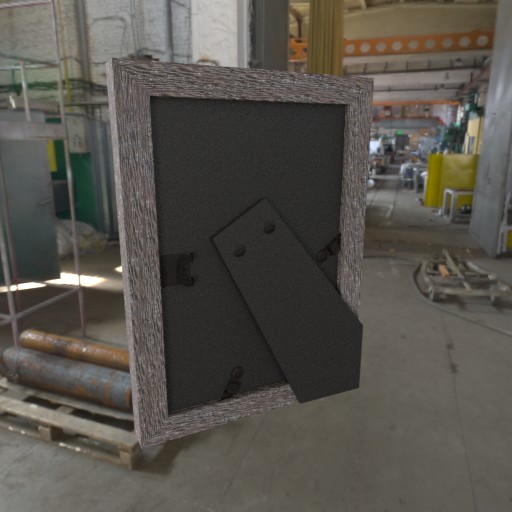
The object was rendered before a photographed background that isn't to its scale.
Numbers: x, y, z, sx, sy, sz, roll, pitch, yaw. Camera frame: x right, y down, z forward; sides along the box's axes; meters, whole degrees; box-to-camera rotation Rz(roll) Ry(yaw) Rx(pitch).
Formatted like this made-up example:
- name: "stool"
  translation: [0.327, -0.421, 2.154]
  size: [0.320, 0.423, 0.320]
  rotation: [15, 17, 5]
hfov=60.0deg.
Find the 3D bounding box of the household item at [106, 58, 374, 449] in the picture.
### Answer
- name: "household item"
  translation: [0.000, 0.000, 0.231]
  size: [0.133, 0.180, 0.020]
  rotation: [-7, 16, -26]
